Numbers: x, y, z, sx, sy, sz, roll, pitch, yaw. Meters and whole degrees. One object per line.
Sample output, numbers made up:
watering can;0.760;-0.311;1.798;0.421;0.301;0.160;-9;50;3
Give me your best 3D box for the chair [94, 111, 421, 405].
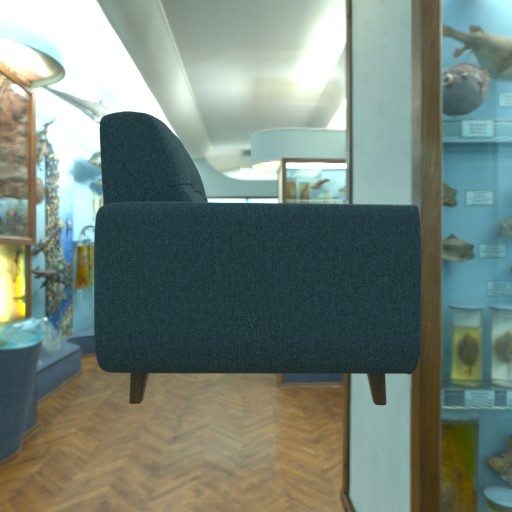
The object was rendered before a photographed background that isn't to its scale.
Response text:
chair;0.000;0.000;1.676;0.964;0.940;0.880;0;0;1
